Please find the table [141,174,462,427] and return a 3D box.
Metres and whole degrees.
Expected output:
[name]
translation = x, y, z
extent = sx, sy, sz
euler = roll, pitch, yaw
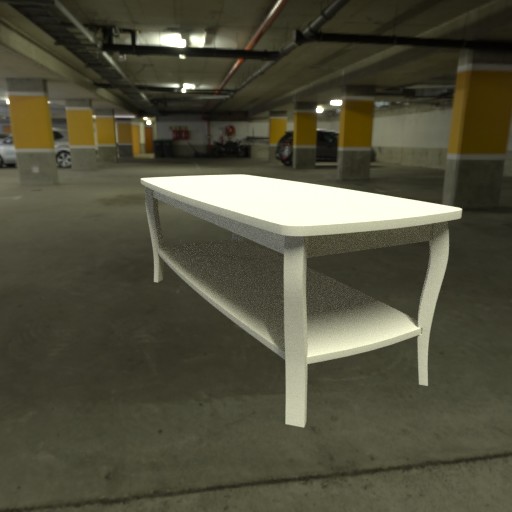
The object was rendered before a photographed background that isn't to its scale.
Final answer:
[table]
translation = 0.000, 0.000, 1.582
extent = 0.561, 0.474, 1.334
euler = -7, 16, -26
